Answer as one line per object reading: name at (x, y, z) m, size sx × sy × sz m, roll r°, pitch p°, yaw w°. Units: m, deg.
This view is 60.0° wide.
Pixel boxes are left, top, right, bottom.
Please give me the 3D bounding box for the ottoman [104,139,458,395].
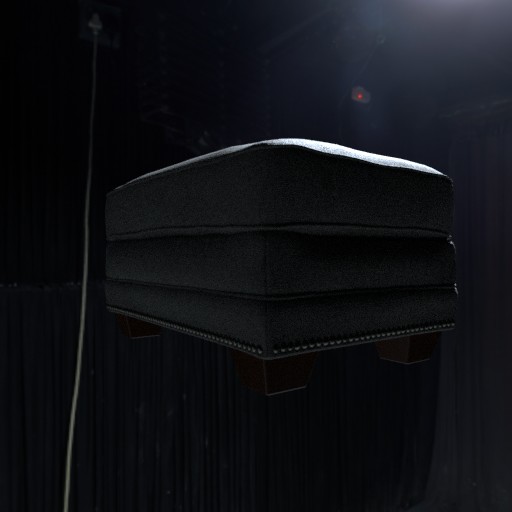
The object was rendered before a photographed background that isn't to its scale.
ottoman at (0.000, 0.000, 1.130) m, size 0.561 × 0.457 × 0.813 m, roll 0°, pitch 0°, yaw -35°
